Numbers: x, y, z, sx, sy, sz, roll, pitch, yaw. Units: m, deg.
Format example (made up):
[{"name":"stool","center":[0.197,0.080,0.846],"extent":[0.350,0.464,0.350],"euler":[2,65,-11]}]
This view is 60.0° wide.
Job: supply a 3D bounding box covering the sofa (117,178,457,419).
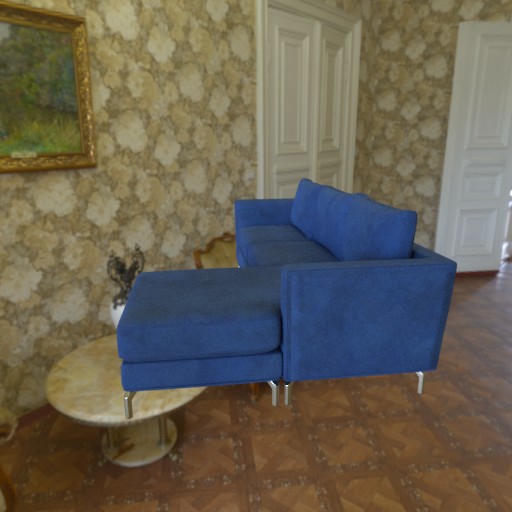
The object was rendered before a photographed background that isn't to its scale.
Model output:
[{"name":"sofa","center":[0.000,0.000,3.238],"extent":[1.622,0.987,2.438],"euler":[-2,15,-8]}]
